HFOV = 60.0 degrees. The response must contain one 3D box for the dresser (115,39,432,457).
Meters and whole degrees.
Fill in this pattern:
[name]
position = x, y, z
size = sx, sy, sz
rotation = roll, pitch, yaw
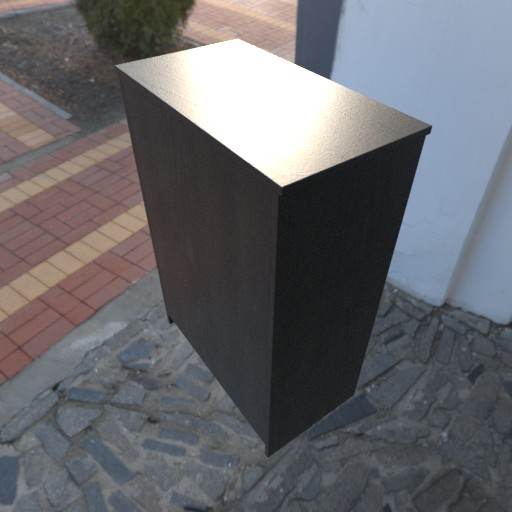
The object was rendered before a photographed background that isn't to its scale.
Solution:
[dresser]
position = 0.000, 0.000, 1.359
size = 0.398, 1.020, 0.700
rotation = -26, 48, -26
